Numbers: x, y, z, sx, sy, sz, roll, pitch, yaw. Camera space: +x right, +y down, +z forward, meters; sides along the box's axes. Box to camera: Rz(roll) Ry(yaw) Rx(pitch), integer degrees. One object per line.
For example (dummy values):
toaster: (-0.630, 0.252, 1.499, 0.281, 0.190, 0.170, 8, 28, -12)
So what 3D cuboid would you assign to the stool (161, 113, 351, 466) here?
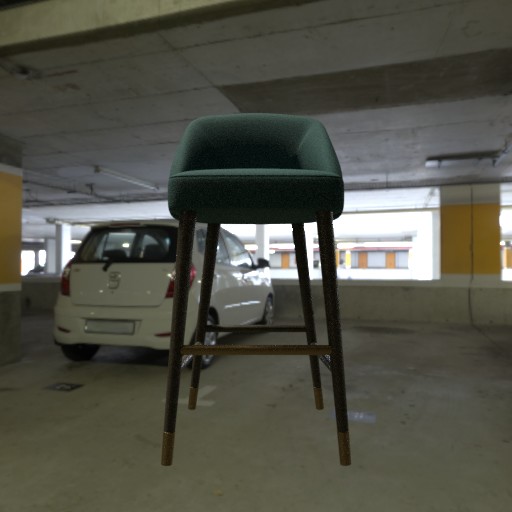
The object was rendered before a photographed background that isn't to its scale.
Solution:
stool: (0.000, 0.000, 1.343, 0.536, 1.032, 0.522, 0, -1, 0)
